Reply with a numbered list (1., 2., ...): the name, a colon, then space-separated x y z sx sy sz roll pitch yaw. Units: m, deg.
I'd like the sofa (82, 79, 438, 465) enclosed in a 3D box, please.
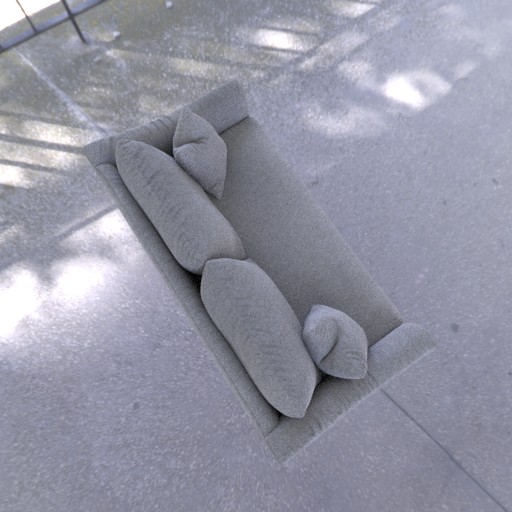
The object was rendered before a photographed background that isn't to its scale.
1. sofa: 0.000 0.000 2.695 1.072 1.018 2.010 -33 77 -8
